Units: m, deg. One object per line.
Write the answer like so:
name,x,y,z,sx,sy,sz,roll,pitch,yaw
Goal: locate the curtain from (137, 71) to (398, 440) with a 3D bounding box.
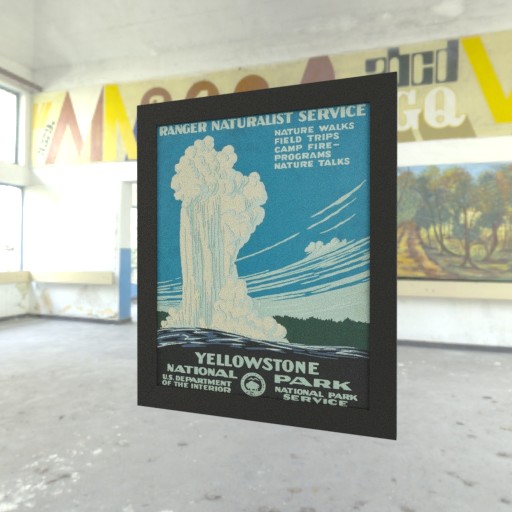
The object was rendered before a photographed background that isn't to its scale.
curtain,0.000,0.000,0.796,0.483,0.585,0.027,0,0,20
